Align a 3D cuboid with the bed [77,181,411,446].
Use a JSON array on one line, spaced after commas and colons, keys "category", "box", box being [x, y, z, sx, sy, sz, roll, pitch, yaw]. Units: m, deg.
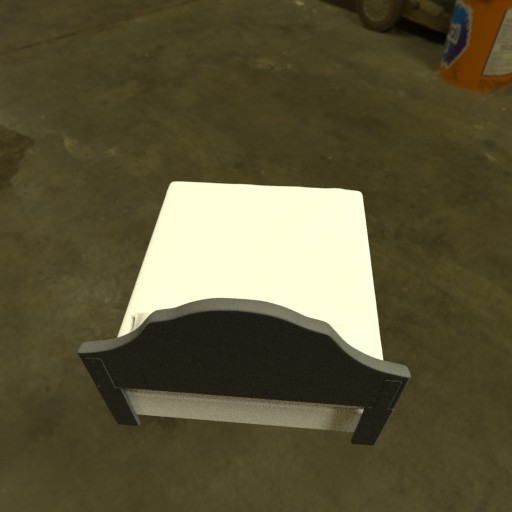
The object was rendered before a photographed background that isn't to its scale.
[{"category": "bed", "box": [0.000, 0.000, 3.511, 2.008, 1.615, 2.214, 3, 47, 3]}]
